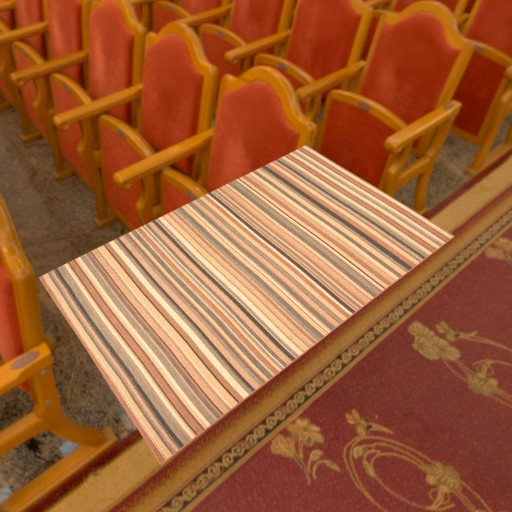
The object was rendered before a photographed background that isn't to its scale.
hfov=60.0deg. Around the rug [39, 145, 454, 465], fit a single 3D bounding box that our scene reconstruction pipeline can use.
[{"bbox_3d":[0.000,0.000,3.037,2.438,0.014,1.523,-31,54,-26],"label":"rug"}]
